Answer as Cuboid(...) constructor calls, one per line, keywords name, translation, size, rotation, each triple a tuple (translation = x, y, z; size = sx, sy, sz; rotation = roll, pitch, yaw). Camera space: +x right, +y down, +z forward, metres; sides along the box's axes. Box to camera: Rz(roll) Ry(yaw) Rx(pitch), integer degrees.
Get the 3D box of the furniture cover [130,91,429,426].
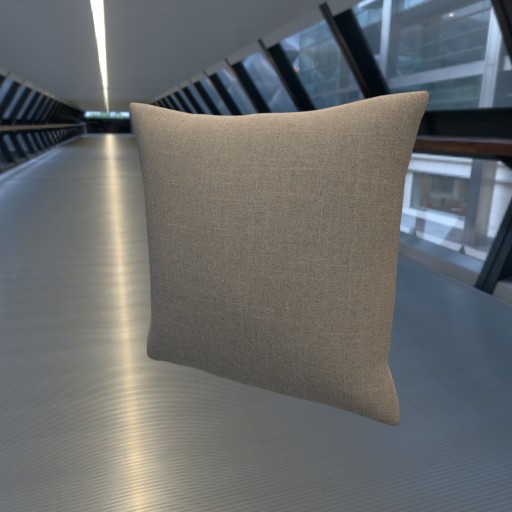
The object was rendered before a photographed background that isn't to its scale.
Cuboid(name="furniture cover", translation=(0.000, 0.000, 0.751), size=(0.512, 0.506, 0.178), rotation=(8, 17, 26))
